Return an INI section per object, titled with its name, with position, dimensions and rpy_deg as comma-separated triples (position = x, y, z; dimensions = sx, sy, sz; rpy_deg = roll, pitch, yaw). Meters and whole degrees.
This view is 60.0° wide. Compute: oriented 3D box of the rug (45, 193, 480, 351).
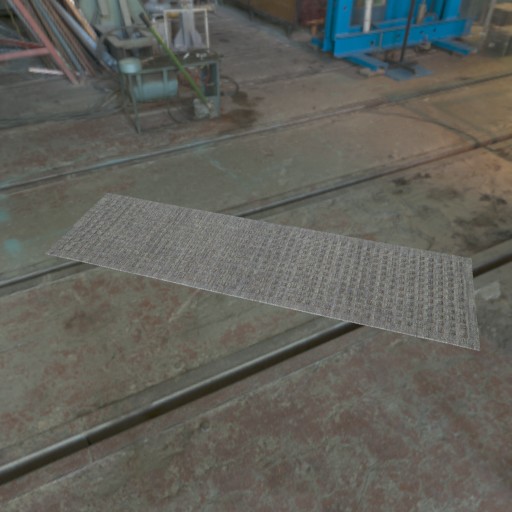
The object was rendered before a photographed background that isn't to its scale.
[rug]
position = 0.000, 0.000, 2.635
dimensions = 2.443, 0.009, 0.706
rpy_deg = 11, 41, 13
